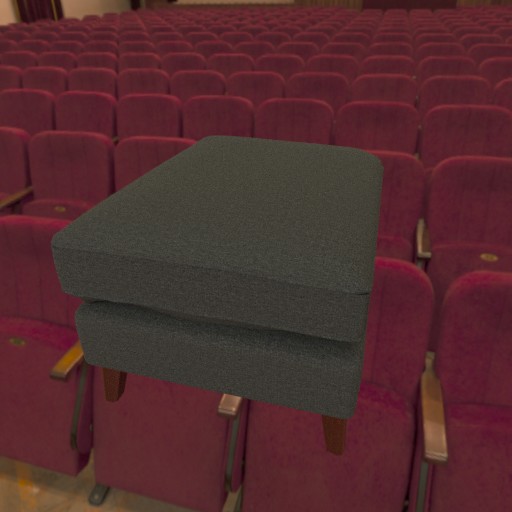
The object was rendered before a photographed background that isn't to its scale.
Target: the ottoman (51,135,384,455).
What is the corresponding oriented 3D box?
[{"bbox_3d":[0.000,0.000,1.230,0.629,0.503,0.835,8,30,14],"label":"ottoman"}]
